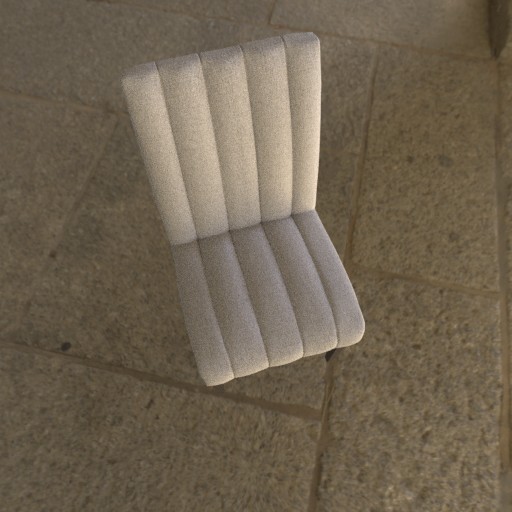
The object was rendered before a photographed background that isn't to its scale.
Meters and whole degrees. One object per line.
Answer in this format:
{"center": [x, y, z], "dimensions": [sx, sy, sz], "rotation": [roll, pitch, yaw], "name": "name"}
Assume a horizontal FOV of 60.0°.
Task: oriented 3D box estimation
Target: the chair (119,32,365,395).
{"center": [0.000, 0.000, 1.358], "dimensions": [0.511, 1.016, 0.647], "rotation": [-15, 65, -7], "name": "chair"}
